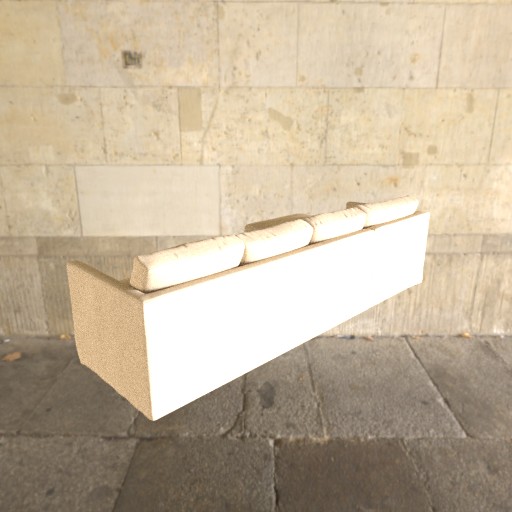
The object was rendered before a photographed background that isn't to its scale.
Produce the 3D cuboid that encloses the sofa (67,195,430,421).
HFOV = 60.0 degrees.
[{"bbox_3d":[0.000,0.000,3.891,3.205,0.922,1.650,-16,23,-42],"label":"sofa"}]
